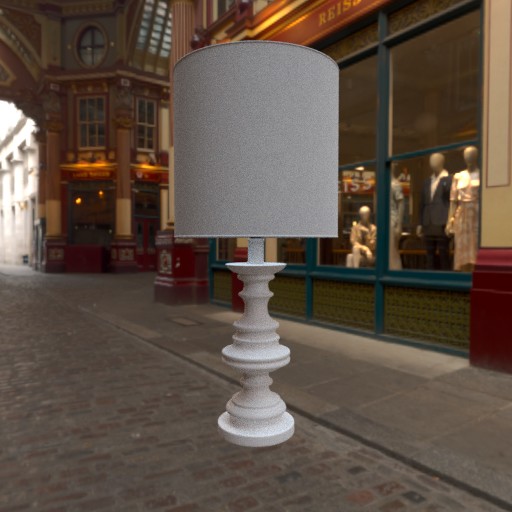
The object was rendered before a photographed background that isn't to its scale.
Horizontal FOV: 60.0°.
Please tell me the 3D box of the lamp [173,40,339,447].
[{"bbox_3d":[0.000,0.000,0.573,0.208,0.455,0.208,-1,3,-36],"label":"lamp"}]
